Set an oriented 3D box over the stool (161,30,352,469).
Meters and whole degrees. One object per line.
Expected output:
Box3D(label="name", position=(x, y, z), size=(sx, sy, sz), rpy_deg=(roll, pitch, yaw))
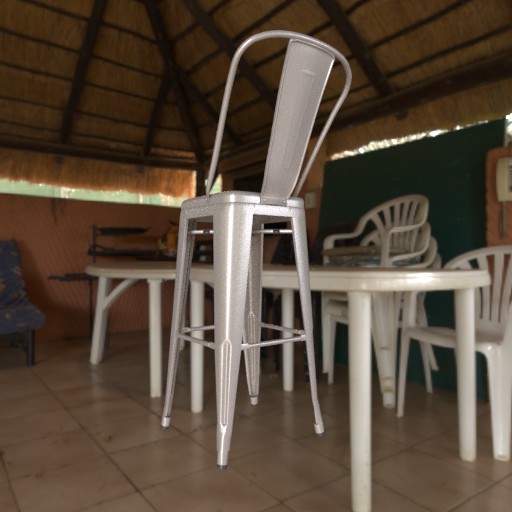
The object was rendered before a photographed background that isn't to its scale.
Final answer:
Box3D(label="stool", position=(0.000, 0.000, 1.318), size=(0.399, 1.096, 0.513), rpy_deg=(0, 0, -37))
